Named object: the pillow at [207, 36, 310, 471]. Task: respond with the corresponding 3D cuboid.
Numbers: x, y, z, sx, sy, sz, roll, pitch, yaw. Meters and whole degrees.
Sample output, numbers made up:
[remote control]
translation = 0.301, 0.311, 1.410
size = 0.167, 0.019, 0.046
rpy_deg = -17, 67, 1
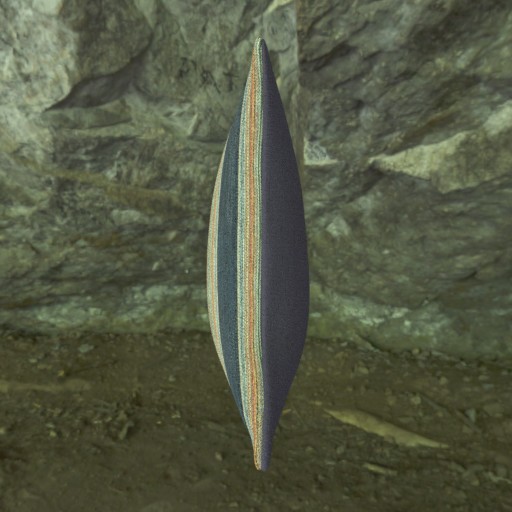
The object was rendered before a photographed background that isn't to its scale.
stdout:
[pillow]
translation = 0.000, 0.000, 0.633
size = 0.136, 0.419, 0.437
rpy_deg = 0, -1, -1
